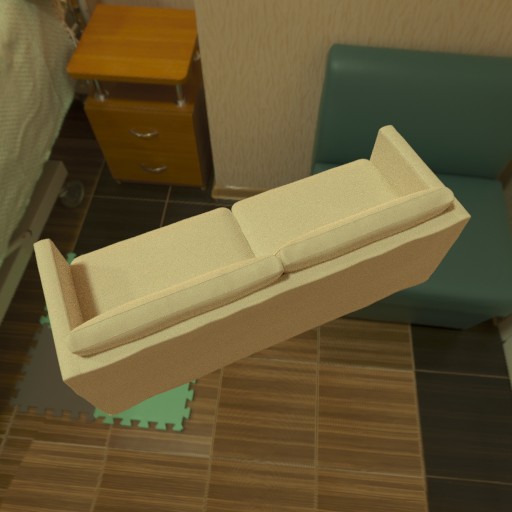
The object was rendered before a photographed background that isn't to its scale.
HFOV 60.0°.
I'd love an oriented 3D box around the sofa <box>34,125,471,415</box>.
[{"bbox_3d":[0.000,0.000,3.221,2.779,0.999,1.036,-21,60,-12],"label":"sofa"}]
